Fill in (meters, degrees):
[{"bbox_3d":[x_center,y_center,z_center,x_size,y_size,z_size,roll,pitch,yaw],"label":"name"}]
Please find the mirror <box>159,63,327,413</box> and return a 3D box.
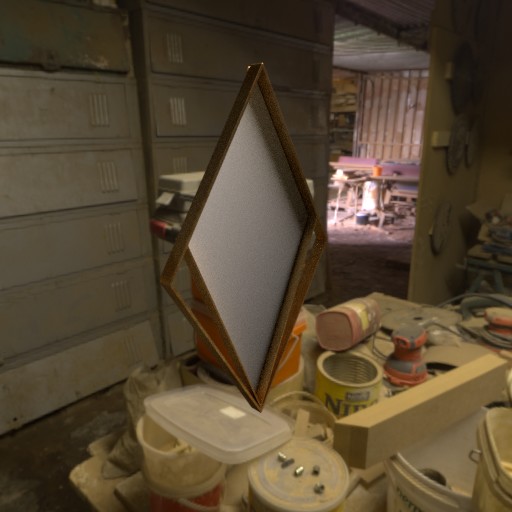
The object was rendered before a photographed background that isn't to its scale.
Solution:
[{"bbox_3d":[0.000,0.000,0.847,0.032,0.679,0.419,15,22,42],"label":"mirror"}]
